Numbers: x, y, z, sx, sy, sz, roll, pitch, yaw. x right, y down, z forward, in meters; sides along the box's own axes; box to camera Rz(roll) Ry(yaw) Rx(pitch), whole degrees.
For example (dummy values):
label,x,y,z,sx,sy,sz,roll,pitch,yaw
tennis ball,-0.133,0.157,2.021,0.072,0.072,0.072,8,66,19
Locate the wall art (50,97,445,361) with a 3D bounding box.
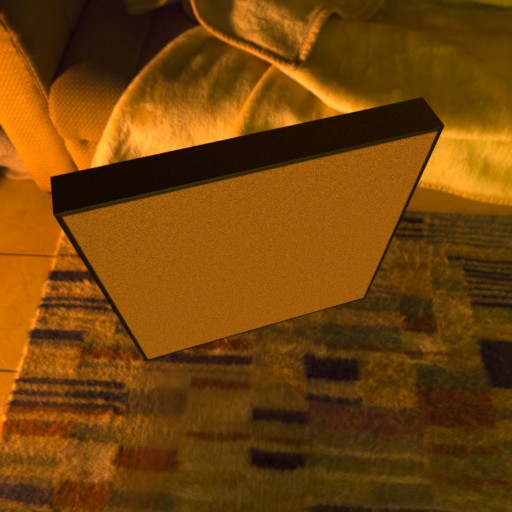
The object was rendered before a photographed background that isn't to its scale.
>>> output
label,x,y,z,sx,sy,sz,roll,pitch,yaw
wall art,0.000,0.000,0.467,0.304,0.303,0.037,-15,59,-9
